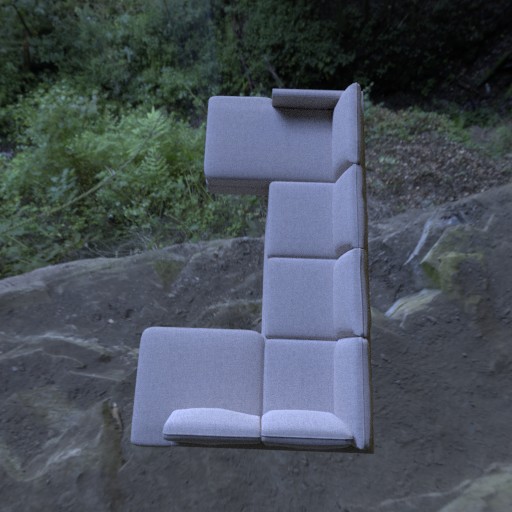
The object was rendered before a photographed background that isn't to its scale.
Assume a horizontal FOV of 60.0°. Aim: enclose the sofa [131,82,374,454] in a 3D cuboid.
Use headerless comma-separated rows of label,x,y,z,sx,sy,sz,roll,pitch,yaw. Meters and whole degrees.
sofa,0.000,0.000,4.212,2.021,0.996,3.423,2,75,1
